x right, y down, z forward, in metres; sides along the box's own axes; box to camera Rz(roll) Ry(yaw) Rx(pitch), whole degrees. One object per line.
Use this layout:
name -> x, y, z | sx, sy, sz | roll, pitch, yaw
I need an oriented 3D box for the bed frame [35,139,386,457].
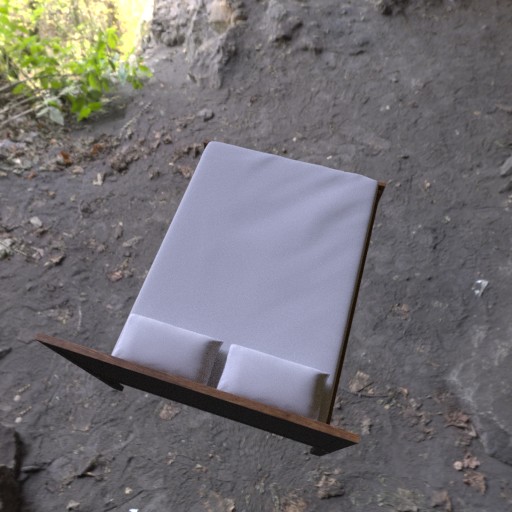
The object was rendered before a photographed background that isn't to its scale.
bed frame -> 0.000, 0.000, 3.295 | 1.696, 1.417, 2.276 | 15, 64, 8
